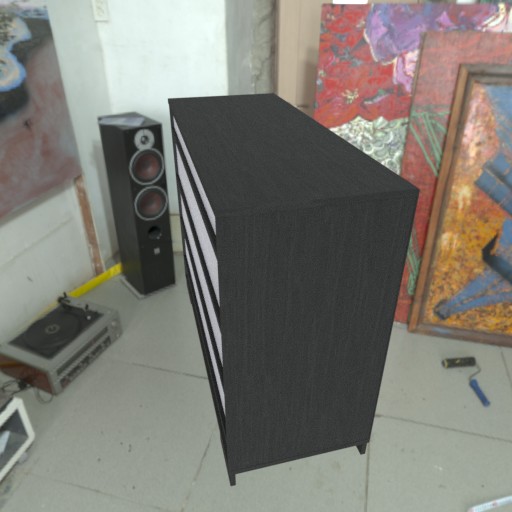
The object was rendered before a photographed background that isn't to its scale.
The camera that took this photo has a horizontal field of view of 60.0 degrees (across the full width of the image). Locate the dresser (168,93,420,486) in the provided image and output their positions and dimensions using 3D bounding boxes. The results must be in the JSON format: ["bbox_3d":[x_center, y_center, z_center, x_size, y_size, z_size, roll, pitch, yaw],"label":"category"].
[{"bbox_3d":[0.000,0.000,1.440,0.404,0.816,0.994,-7,31,-12],"label":"dresser"}]
